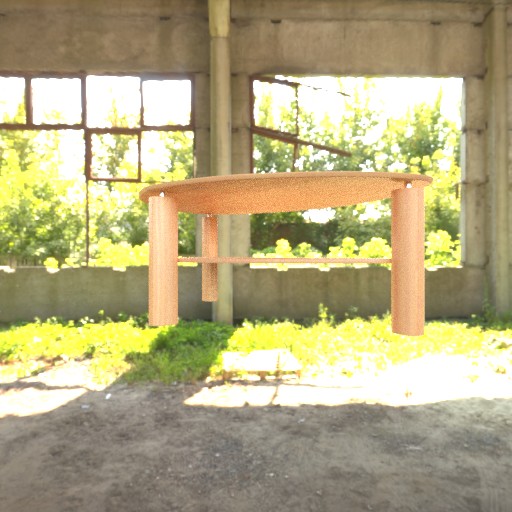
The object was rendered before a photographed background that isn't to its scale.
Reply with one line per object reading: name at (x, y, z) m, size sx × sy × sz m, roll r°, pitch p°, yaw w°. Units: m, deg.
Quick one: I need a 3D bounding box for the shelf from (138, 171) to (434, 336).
shelf at (0.000, 0.000, 1.636) m, size 0.845 × 0.440 × 1.246 m, roll 0°, pitch 0°, yaw -36°
